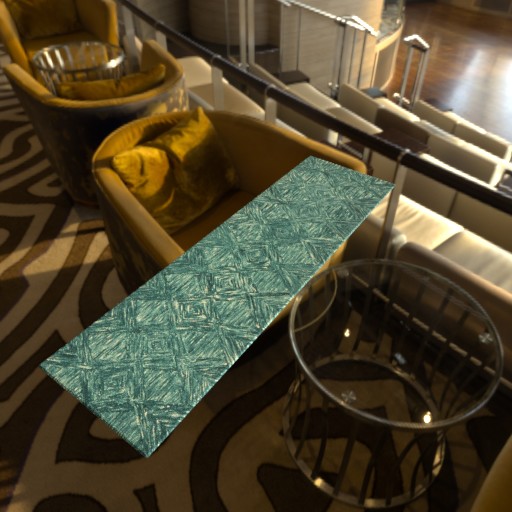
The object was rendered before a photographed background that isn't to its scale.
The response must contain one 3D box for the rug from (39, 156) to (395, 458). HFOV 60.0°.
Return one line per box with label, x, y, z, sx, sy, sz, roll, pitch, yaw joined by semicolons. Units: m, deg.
rug;0.000;0.000;2.469;0.676;0.016;2.286;26;48;26
